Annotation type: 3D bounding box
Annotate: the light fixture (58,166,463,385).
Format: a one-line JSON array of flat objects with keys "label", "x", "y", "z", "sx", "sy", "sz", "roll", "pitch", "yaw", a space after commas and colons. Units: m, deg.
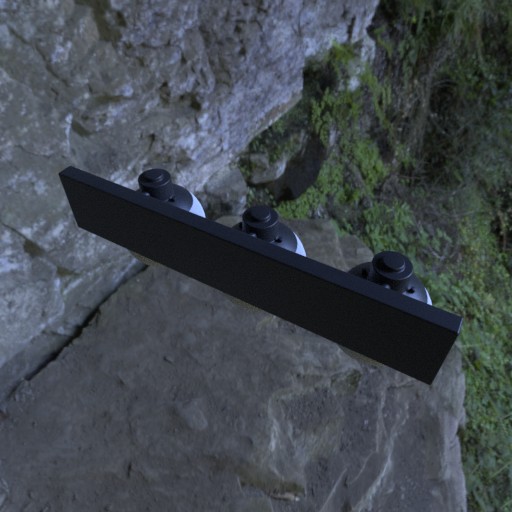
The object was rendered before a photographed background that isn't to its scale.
[{"label": "light fixture", "x": 0.000, "y": 0.000, "z": 0.851, "sx": 0.721, "sy": 0.263, "sz": 0.218, "roll": 22, "pitch": 49, "yaw": 21}]
